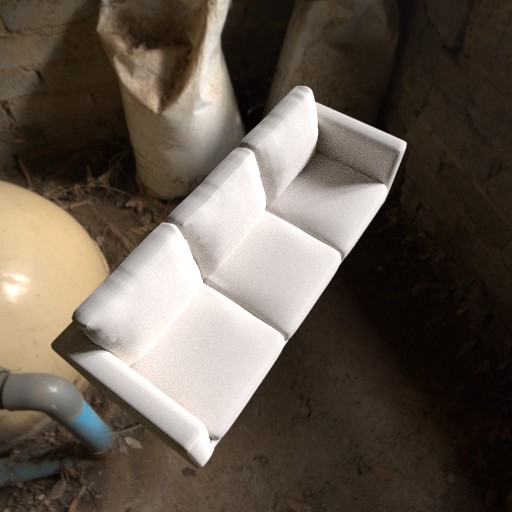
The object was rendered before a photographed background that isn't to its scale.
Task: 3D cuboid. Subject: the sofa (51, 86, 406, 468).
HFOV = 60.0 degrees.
[{"bbox_3d":[0.000,0.000,2.445,0.802,0.912,2.029,30,63,17],"label":"sofa"}]
